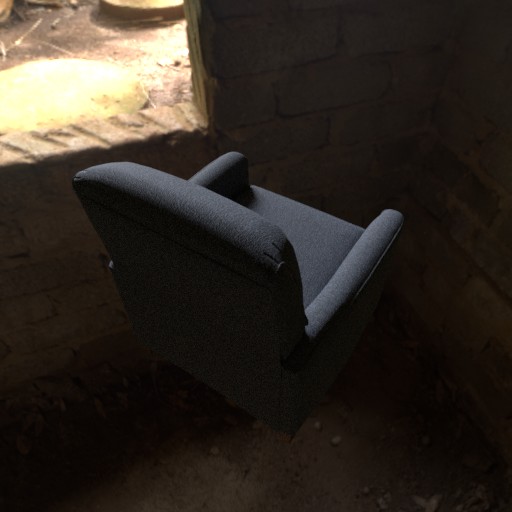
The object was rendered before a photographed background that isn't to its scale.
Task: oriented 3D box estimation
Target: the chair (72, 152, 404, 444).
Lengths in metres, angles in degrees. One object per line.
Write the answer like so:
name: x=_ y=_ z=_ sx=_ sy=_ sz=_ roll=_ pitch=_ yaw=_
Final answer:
chair: x=0.000 y=0.000 z=1.627 sx=0.839 sy=1.016 sz=0.850 roll=25 pitch=50 yaw=23
